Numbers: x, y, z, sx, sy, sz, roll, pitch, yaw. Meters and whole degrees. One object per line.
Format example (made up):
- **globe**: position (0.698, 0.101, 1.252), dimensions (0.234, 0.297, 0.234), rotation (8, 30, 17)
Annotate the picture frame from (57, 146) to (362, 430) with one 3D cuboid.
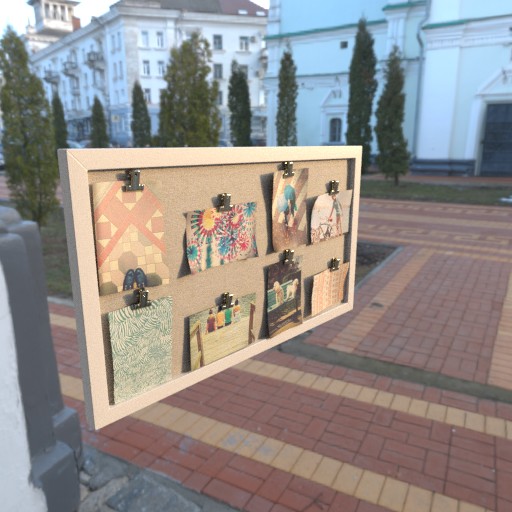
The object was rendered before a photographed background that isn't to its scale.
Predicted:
- **picture frame**: position (0.000, 0.000, 0.793), dimensions (0.044, 0.379, 0.647), rotation (14, 20, 43)
